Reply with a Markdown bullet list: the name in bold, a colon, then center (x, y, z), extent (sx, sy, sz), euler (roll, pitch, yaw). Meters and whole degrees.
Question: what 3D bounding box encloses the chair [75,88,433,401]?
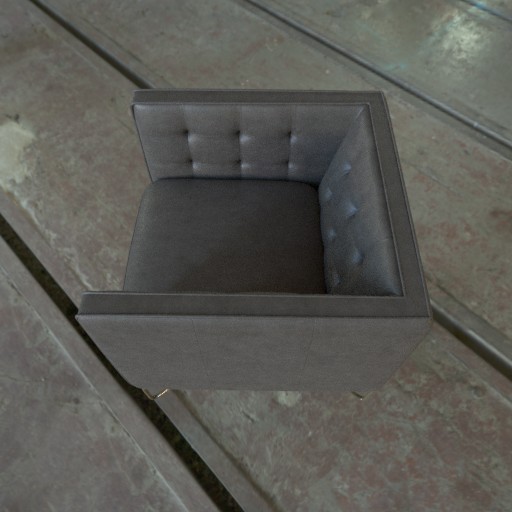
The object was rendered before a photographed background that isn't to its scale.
- **chair**: center (0.000, 0.000, 1.604), extent (0.894, 0.790, 0.880), euler (1, 58, 0)
